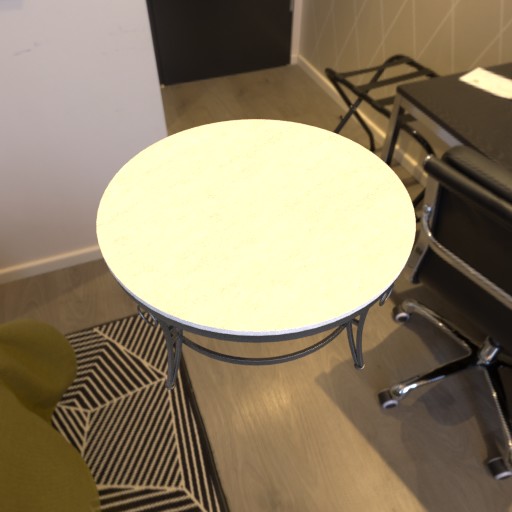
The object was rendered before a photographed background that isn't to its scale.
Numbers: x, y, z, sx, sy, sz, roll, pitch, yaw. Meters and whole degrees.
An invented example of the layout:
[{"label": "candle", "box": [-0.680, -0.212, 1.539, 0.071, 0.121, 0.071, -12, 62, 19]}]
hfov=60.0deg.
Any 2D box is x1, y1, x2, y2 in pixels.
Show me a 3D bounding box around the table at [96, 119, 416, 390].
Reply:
[{"label": "table", "box": [0.000, 0.000, 1.441, 0.889, 0.470, 0.889, 0, 47, 0]}]
